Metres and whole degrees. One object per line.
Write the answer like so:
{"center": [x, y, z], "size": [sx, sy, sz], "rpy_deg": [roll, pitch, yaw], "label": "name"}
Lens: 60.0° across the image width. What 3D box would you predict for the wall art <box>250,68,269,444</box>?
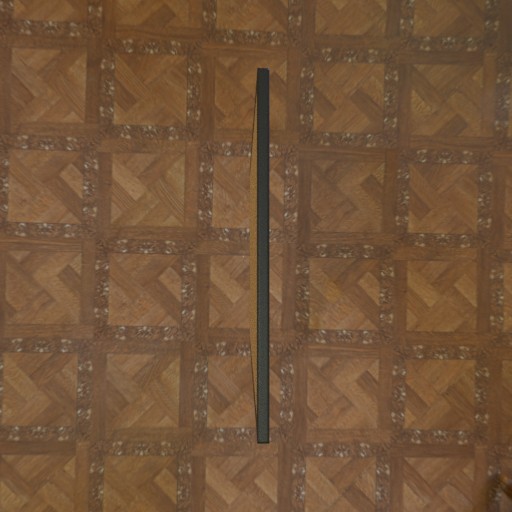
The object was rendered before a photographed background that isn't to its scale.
{"center": [0.000, 0.000, 0.895], "size": [0.016, 0.657, 0.480], "rpy_deg": [0, 90, -2], "label": "wall art"}
